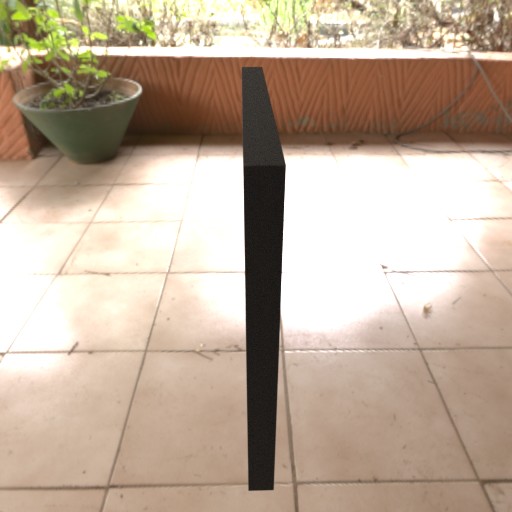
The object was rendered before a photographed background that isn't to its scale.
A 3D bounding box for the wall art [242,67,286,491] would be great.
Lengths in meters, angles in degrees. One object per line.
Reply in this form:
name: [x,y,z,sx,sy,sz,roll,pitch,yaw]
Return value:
wall art: [0.000,0.000,0.741,0.038,0.508,0.508,-1,32,-1]
